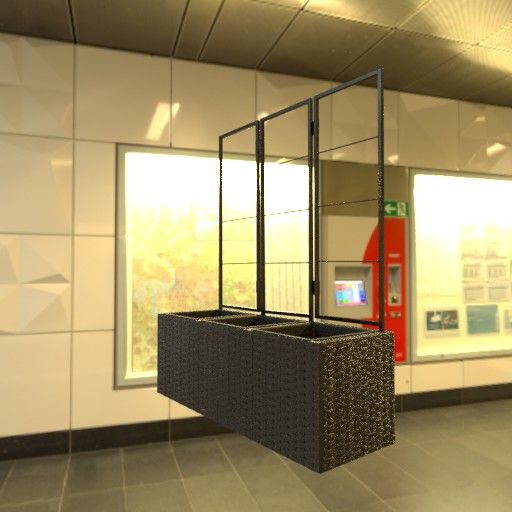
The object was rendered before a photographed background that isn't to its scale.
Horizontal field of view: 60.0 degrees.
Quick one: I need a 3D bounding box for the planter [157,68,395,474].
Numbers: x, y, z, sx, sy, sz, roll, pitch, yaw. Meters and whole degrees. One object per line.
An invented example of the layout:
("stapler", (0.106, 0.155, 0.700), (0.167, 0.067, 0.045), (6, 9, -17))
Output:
("planter", (0.000, 0.000, 1.191), (0.244, 0.841, 0.698), (1, -2, -38))
